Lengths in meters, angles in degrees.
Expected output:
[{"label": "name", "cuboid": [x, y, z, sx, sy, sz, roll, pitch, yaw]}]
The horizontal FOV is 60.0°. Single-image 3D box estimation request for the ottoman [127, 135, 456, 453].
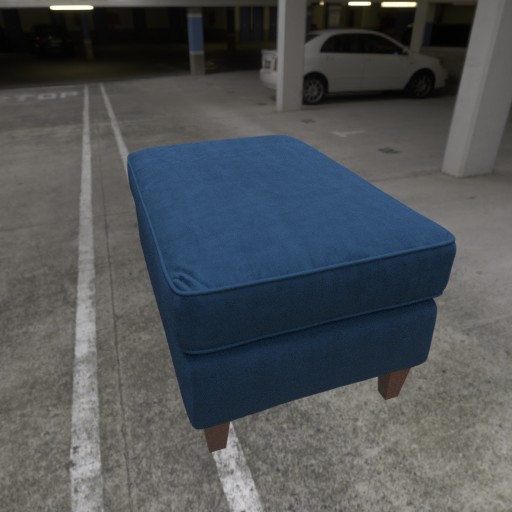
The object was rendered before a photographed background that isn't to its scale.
[{"label": "ottoman", "cuboid": [0.000, 0.000, 1.224, 0.583, 0.484, 0.862, -10, 31, -17]}]
